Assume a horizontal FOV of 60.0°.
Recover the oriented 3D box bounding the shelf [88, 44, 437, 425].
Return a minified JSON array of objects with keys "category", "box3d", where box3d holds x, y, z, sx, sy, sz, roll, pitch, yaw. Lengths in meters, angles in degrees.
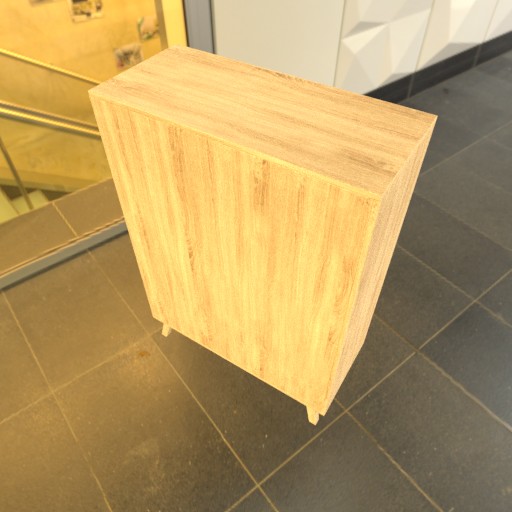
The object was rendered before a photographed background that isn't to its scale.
[{"category":"shelf","box3d":[0.000,0.000,1.881,1.000,1.390,0.450,25,52,22]}]
